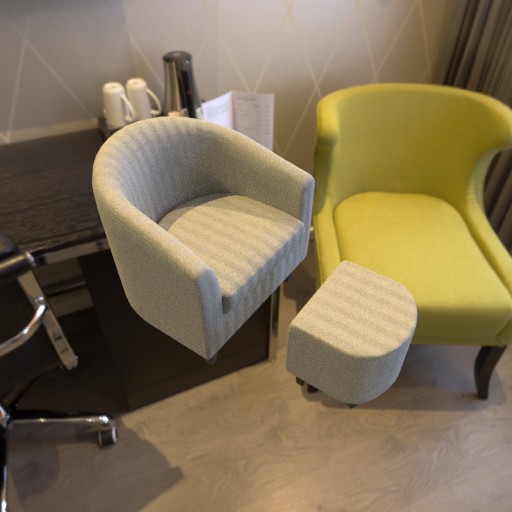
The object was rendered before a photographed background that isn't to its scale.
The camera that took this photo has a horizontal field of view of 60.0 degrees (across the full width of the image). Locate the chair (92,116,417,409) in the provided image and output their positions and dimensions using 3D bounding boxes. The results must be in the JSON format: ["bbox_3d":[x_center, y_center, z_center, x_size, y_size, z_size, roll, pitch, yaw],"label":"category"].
[{"bbox_3d":[0.000,0.000,1.749,1.288,0.757,0.756,25,47,26],"label":"chair"}]
